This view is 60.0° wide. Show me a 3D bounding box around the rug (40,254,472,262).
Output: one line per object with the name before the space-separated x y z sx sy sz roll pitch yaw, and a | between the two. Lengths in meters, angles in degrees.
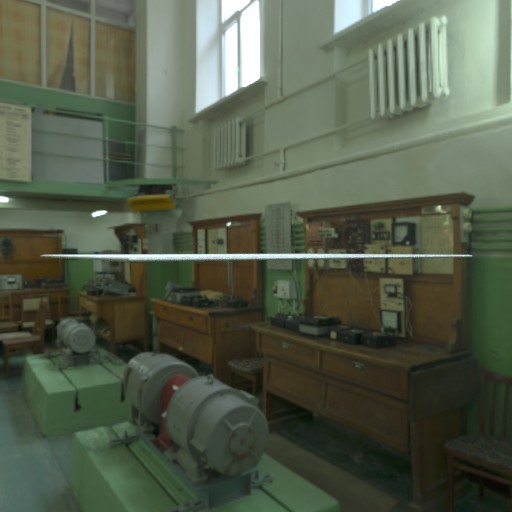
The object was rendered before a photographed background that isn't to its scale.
rug | 0.000 0.000 2.784 2.202 0.014 1.598 0 1 -36
